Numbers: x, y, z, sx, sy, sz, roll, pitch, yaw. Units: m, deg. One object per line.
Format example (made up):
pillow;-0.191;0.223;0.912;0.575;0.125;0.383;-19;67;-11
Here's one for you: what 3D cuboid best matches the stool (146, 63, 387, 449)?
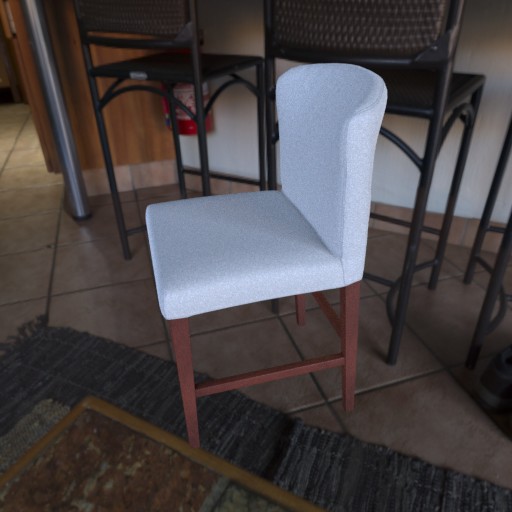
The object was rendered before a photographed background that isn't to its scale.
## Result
stool;0.000;0.000;1.252;0.568;0.968;0.479;-9;33;-13
